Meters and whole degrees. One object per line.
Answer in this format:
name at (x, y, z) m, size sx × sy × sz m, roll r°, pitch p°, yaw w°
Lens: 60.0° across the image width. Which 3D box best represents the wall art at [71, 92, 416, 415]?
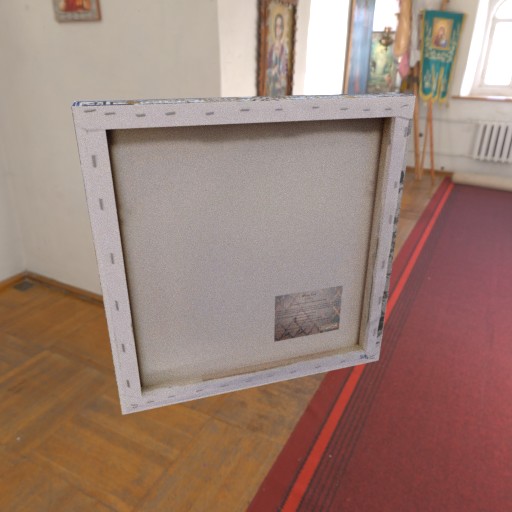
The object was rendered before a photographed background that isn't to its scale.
wall art at (0.000, 0.000, 0.453) m, size 0.302 × 0.306 × 0.038 m, roll -7°, pitch 26°, yaw -16°
